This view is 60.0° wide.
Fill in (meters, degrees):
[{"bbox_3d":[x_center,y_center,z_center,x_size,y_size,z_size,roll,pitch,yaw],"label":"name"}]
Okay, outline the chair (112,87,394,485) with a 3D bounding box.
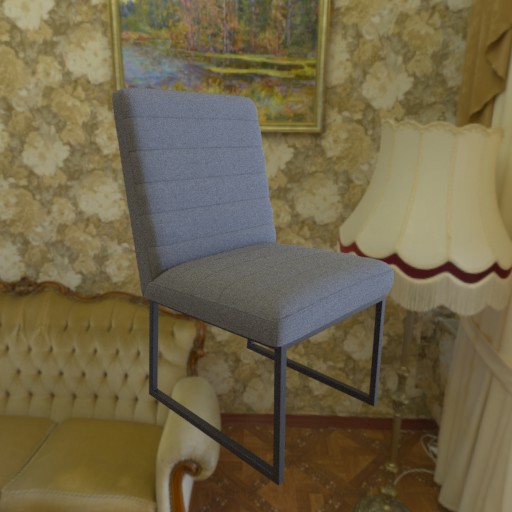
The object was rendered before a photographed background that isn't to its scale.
[{"bbox_3d":[0.000,0.000,1.292,0.634,0.930,0.520,14,21,42],"label":"chair"}]
